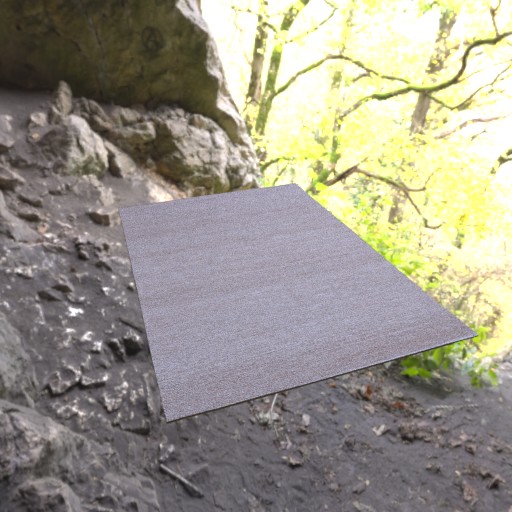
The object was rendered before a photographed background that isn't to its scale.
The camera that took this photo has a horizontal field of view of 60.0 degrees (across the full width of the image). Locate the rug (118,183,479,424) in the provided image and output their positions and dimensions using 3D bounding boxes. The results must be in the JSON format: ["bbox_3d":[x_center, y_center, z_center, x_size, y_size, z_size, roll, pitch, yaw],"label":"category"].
[{"bbox_3d":[0.000,0.000,2.944,1.596,0.030,2.283,-10,32,-17],"label":"rug"}]
